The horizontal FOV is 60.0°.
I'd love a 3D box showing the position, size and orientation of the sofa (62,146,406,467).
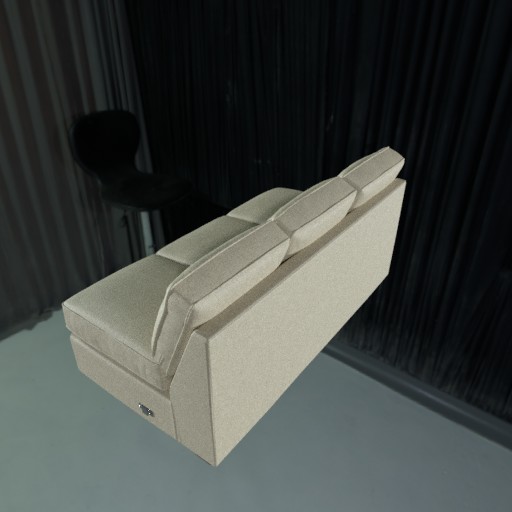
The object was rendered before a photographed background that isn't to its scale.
[{"bbox_3d":[0.000,0.000,2.605,1.027,0.973,1.962,21,36,31],"label":"sofa"}]
